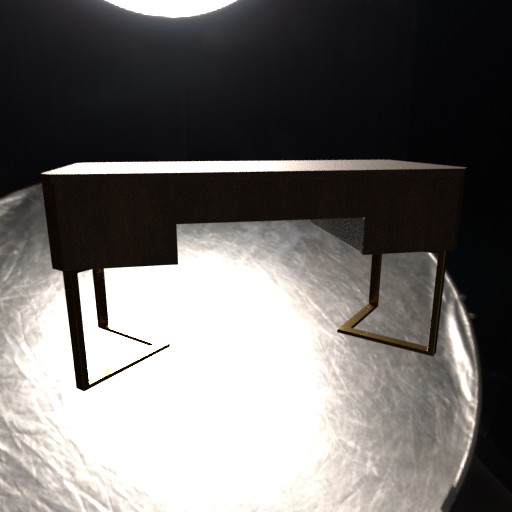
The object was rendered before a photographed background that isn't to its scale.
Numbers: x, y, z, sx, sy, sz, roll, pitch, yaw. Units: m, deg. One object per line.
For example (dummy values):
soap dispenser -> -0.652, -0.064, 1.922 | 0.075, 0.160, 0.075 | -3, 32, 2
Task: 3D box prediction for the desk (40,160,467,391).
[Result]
desk -> 0.000, 0.000, 1.893 | 1.479, 0.762, 0.684 | -3, 15, -11
